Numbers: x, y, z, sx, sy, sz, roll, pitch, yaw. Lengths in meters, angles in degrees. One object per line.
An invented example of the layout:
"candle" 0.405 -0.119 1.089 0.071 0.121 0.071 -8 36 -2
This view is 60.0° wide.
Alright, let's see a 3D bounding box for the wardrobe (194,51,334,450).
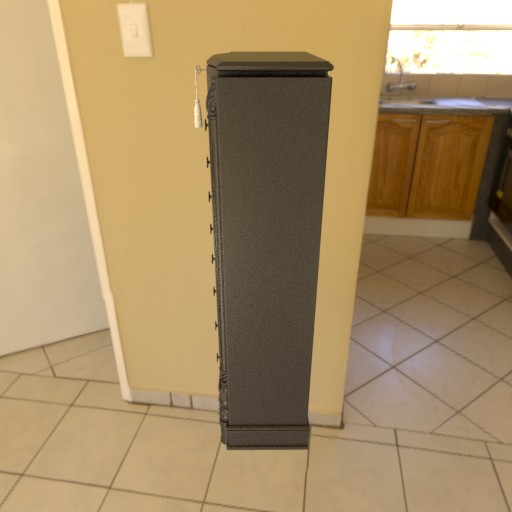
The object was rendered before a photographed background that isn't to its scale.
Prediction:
"wardrobe" 0.000 0.000 1.226 0.295 1.011 0.444 0 27 0
